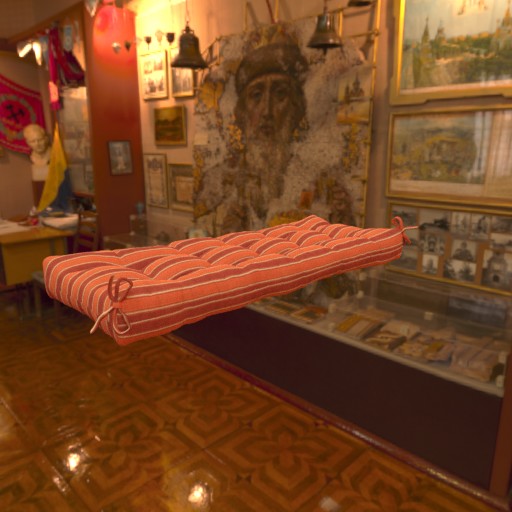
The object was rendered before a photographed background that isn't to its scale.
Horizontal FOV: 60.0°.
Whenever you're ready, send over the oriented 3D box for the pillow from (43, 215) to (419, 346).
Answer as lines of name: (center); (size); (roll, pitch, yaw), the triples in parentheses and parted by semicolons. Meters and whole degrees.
pillow: (0.000, 0.000, 1.376); (1.194, 0.174, 0.511); (-13, 19, -41)
